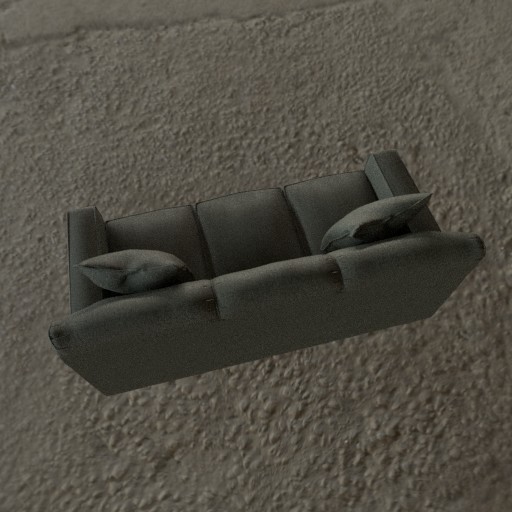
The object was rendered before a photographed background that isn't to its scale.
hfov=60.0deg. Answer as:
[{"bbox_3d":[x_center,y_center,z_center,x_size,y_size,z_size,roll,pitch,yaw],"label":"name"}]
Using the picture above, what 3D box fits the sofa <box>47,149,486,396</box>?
[{"bbox_3d":[0.000,0.000,2.547,2.024,0.958,0.997,-12,60,-7],"label":"sofa"}]
